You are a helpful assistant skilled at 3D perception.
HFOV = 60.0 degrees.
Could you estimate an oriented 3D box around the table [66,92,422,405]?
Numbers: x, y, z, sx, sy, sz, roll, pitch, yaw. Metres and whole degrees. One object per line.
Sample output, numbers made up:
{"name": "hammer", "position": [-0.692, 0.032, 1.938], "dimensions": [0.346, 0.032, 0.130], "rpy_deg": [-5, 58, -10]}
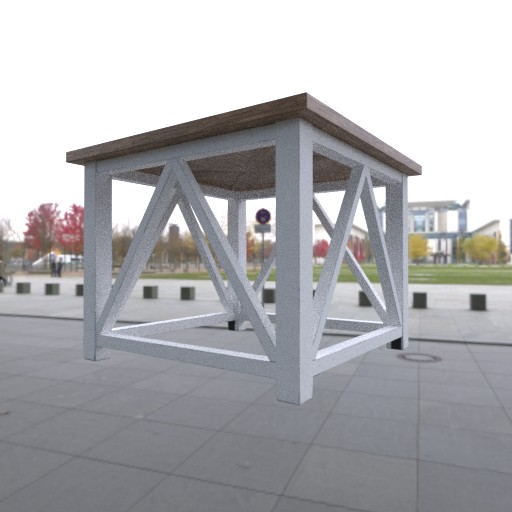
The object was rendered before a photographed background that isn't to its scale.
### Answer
{"name": "table", "position": [0.000, 0.000, 1.216], "dimensions": [0.700, 0.532, 0.700], "rpy_deg": [0, -1, 35]}
